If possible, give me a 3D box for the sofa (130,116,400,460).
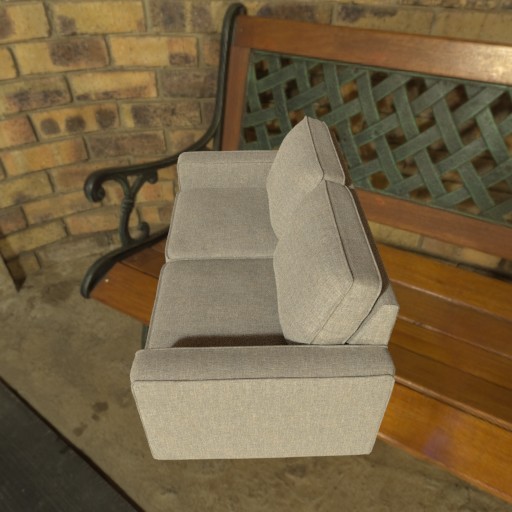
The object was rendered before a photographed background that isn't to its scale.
[{"bbox_3d":[0.000,0.000,2.241,0.945,0.915,1.706,-1,40,-1],"label":"sofa"}]
